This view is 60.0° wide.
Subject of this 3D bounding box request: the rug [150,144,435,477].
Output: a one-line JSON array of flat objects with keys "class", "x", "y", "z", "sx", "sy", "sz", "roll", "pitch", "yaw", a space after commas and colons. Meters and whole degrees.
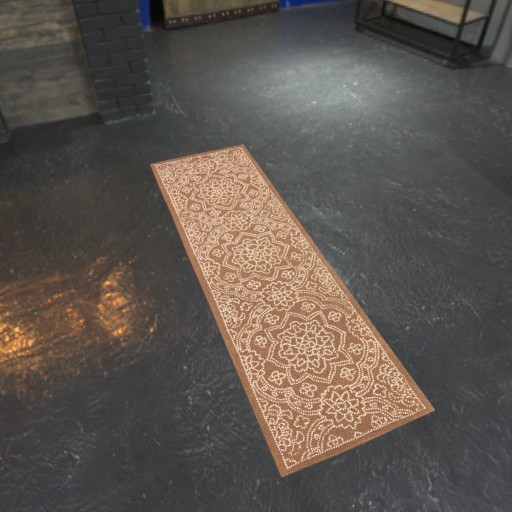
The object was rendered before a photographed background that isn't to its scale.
[{"class": "rug", "x": 0.000, "y": 0.000, "z": 2.702, "sx": 0.769, "sy": 0.012, "sz": 2.448, "roll": -16, "pitch": 47, "yaw": -15}]
